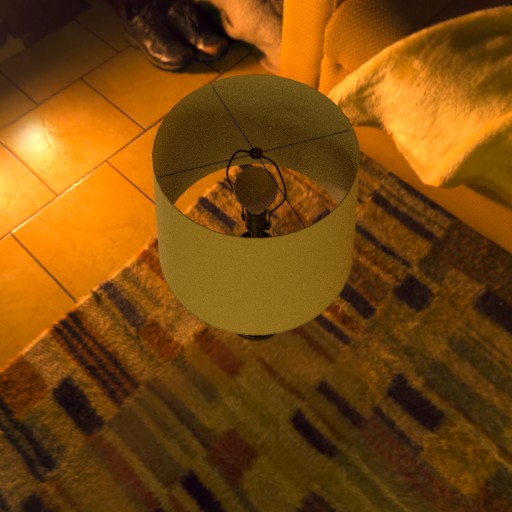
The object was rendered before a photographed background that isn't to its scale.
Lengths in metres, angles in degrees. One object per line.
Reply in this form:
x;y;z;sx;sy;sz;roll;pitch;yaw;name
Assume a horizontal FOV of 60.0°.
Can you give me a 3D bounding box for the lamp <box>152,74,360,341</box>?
0.000;0.000;0.806;0.331;0.594;0.331;0;64;0;lamp
